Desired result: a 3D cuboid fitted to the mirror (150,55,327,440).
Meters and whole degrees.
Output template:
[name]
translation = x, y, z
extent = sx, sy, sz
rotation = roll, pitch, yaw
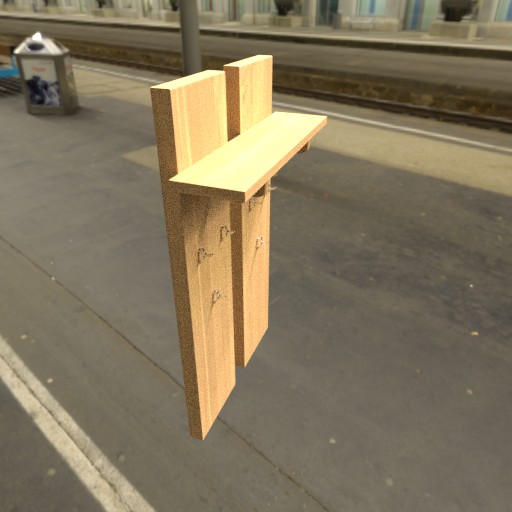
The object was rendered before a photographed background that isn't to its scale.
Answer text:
[mirror]
translation = 0.000, 0.000, 1.602
extent = 0.260, 1.250, 0.800
rotation = 11, 32, 18
